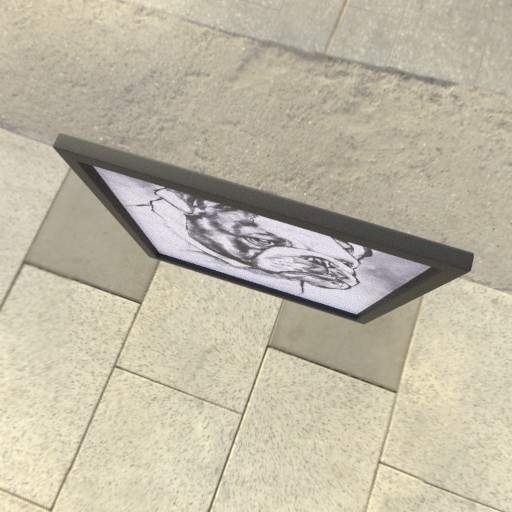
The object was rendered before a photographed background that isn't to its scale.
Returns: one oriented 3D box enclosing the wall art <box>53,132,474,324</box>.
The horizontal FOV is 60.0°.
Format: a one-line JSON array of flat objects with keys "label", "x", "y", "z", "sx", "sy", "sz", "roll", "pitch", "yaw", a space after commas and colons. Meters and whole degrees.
[{"label": "wall art", "x": 0.000, "y": 0.000, "z": 0.680, "sx": 0.456, "sy": 0.453, "sz": 0.022, "roll": 17, "pitch": 75, "yaw": 5}]
